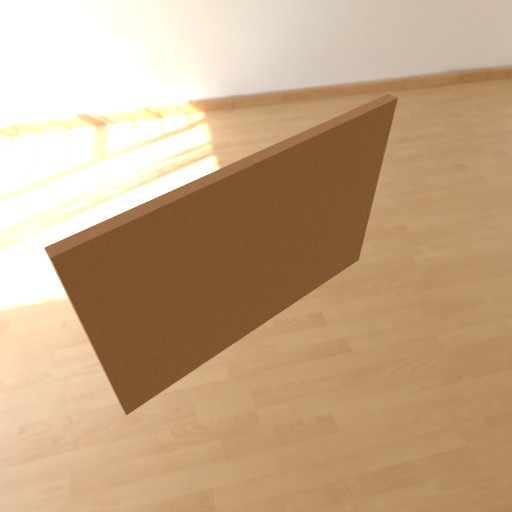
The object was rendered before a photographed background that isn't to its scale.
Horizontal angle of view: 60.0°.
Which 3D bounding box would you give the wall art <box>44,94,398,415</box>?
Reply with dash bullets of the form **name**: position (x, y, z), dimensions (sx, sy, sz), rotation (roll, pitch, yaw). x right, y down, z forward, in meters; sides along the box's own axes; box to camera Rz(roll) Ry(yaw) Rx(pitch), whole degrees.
- **wall art**: position (0.000, 0.000, 1.175), dimensions (0.915, 0.608, 0.033), rotation (-30, 53, -26)
